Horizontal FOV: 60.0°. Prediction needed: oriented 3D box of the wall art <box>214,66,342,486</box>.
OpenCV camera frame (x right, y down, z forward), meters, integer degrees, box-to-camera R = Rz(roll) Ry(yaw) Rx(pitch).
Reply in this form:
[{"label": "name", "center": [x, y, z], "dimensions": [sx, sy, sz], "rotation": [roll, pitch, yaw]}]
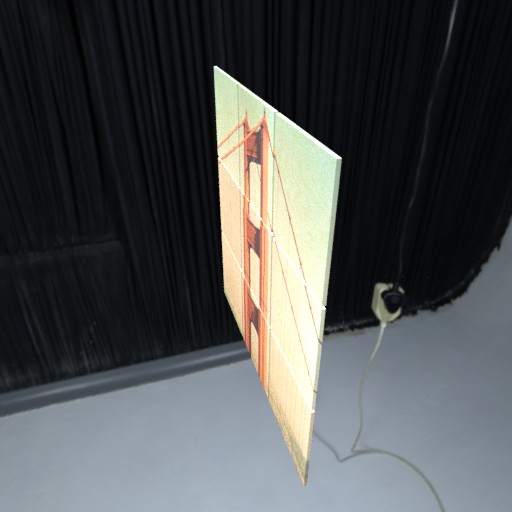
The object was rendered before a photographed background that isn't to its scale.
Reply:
[{"label": "wall art", "center": [0.000, 0.000, 1.760], "dimensions": [0.013, 1.219, 1.214], "rotation": [-9, 33, -14]}]
